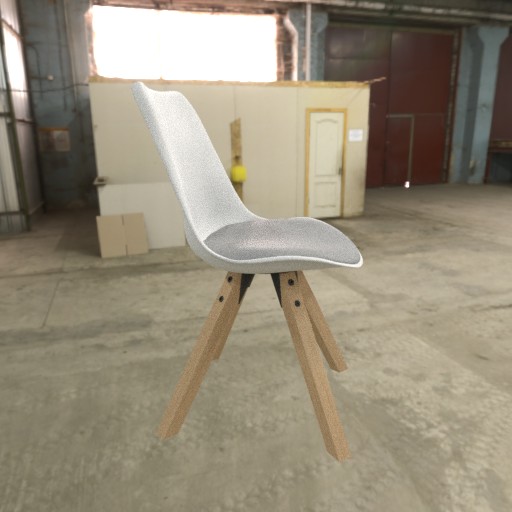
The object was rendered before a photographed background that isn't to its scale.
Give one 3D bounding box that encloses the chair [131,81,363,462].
[{"bbox_3d":[0.000,0.000,1.173,0.550,0.850,0.485,3,15,10],"label":"chair"}]
